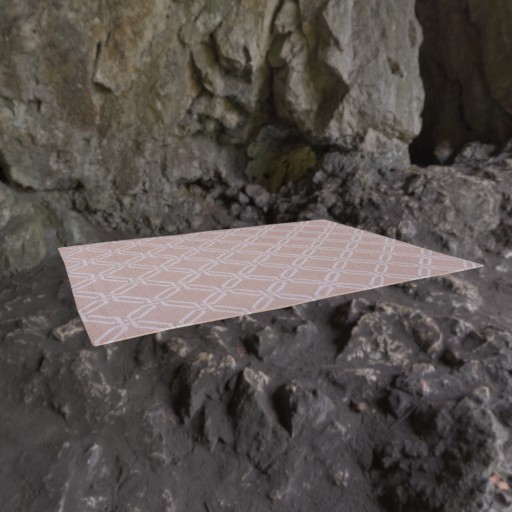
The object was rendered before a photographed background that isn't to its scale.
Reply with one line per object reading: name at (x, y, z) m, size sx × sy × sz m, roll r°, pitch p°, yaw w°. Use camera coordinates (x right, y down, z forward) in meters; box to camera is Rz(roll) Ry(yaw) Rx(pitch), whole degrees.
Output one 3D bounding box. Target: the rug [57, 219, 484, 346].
rug at (0.000, 0.000, 4.257) m, size 3.365 × 0.020 × 2.452 m, roll -8°, pitch 18°, yaw -26°
